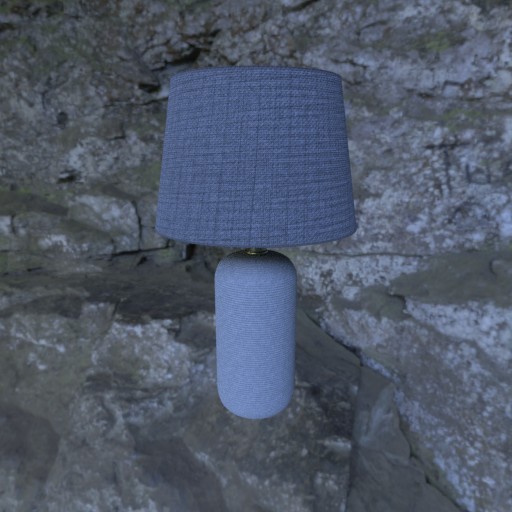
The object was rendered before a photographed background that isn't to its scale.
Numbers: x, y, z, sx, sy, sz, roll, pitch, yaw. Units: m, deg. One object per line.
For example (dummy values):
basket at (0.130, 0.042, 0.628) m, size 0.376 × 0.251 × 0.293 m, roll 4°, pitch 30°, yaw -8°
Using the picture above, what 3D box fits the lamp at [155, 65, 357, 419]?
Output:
lamp at (0.000, 0.000, 0.576) m, size 0.251 × 0.429 × 0.251 m, roll 0°, pitch 14°, yaw 0°
